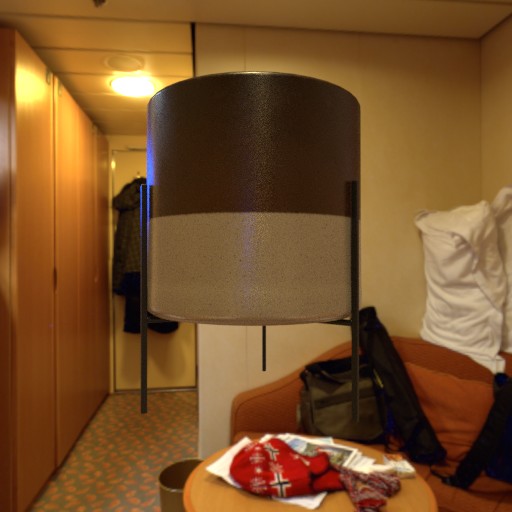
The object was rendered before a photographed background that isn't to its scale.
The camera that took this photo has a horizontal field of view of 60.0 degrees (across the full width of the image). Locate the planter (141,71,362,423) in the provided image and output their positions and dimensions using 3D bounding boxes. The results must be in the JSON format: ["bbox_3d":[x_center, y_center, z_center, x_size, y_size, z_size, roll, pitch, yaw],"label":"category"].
[{"bbox_3d":[0.000,0.000,0.724,0.354,0.465,0.345,0,0,36],"label":"planter"}]
